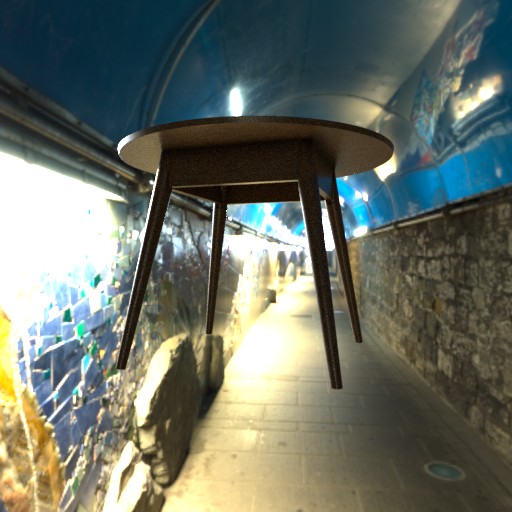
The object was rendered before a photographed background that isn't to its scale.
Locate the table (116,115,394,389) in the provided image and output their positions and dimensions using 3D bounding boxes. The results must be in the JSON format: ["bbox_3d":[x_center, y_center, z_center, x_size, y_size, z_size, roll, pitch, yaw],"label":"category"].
[{"bbox_3d":[0.000,0.000,1.769,1.053,0.786,1.053,0,0,0],"label":"table"}]
